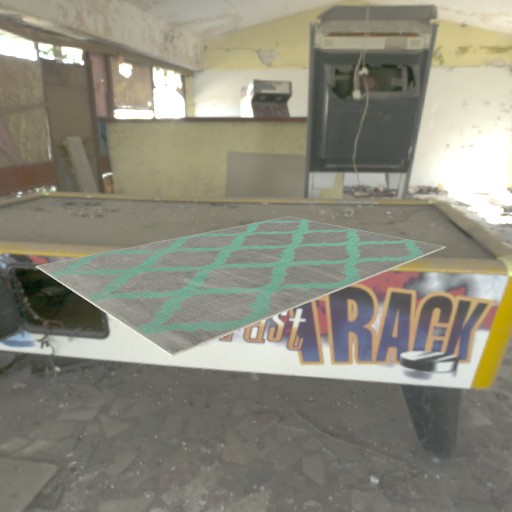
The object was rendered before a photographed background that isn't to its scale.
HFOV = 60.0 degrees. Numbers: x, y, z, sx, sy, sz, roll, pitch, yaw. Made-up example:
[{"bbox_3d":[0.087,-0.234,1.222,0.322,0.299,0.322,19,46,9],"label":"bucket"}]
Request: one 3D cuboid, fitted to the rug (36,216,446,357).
[{"bbox_3d":[0.000,0.000,2.944,2.286,0.006,1.524,-15,22,-41],"label":"rug"}]
